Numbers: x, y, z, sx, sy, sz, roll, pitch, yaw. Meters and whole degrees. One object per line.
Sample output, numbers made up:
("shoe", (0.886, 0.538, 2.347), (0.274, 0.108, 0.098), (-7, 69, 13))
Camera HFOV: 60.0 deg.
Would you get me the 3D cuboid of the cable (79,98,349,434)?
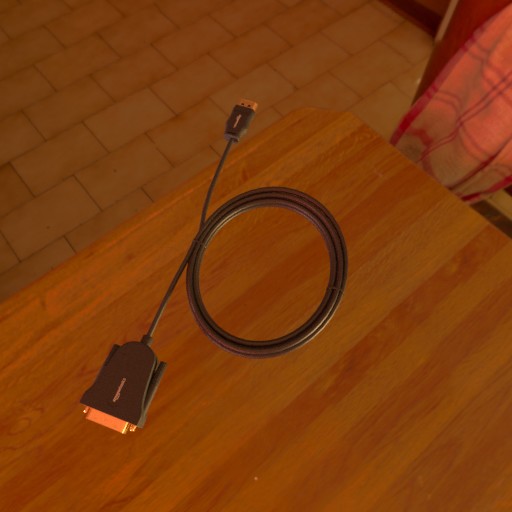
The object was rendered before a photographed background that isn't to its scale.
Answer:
("cable", (0.000, 0.000, 0.323), (0.136, 0.015, 0.281), (18, 65, 9))
